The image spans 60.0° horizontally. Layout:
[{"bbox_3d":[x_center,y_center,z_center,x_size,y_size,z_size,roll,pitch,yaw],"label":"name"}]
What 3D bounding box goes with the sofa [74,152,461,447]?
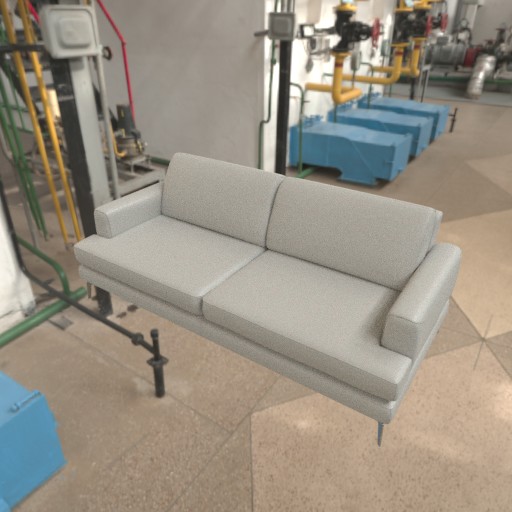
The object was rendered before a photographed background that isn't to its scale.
[{"bbox_3d":[0.000,0.000,2.430,1.940,0.765,0.974,19,34,29],"label":"sofa"}]
